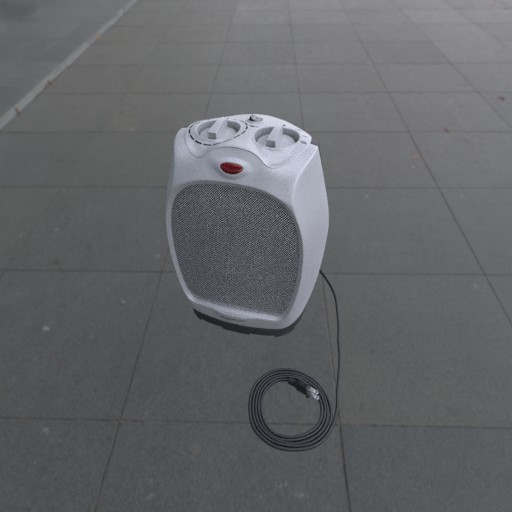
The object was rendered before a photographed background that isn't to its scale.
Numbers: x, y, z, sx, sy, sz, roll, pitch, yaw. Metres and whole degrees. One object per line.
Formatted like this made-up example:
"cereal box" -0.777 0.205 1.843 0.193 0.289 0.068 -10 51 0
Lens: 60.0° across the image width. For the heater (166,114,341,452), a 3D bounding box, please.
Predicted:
"heater" 0.000 0.000 0.492 0.239 0.255 0.291 11 42 13
